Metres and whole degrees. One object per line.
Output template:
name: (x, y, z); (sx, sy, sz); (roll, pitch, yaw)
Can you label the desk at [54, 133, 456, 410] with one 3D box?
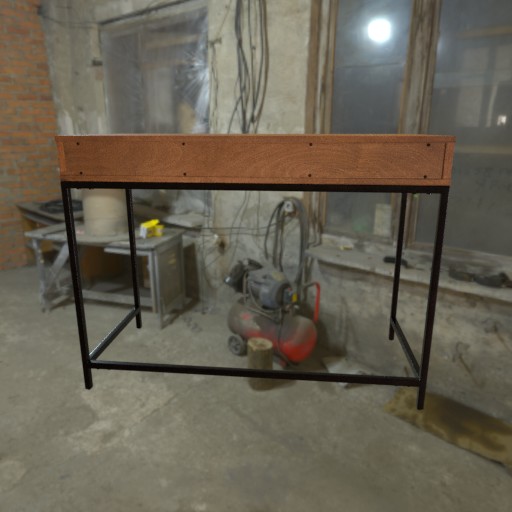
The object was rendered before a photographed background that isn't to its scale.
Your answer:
desk: (0.000, 0.000, 1.443); (1.016, 0.762, 0.470); (2, 16, 6)
